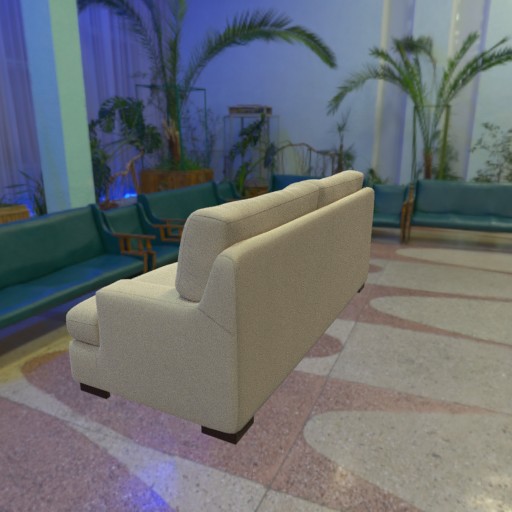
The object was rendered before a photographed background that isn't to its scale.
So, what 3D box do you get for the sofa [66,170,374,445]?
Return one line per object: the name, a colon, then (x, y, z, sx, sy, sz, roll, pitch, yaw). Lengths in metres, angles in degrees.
sofa: (0.000, 0.000, 2.694, 0.929, 0.925, 2.147, 8, 17, 26)
